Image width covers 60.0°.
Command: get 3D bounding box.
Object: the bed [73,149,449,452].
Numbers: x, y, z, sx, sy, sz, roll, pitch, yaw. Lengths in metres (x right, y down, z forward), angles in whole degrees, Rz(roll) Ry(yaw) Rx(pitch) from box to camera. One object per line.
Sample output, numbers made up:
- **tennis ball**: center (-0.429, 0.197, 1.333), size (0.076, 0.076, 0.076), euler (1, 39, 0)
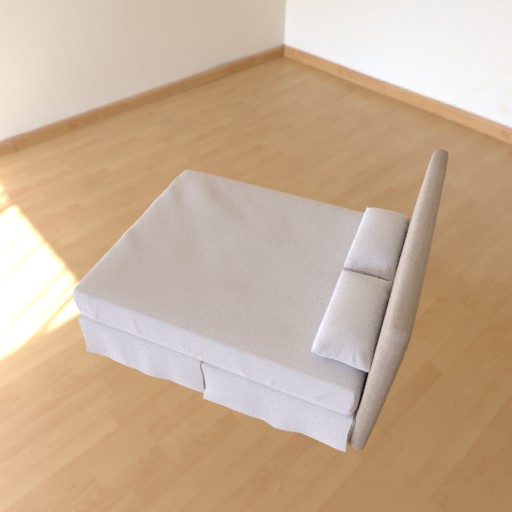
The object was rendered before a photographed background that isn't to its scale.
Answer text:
- **bed**: center (0.000, 0.000, 3.187), size (2.162, 1.330, 1.713), euler (17, 47, 16)
